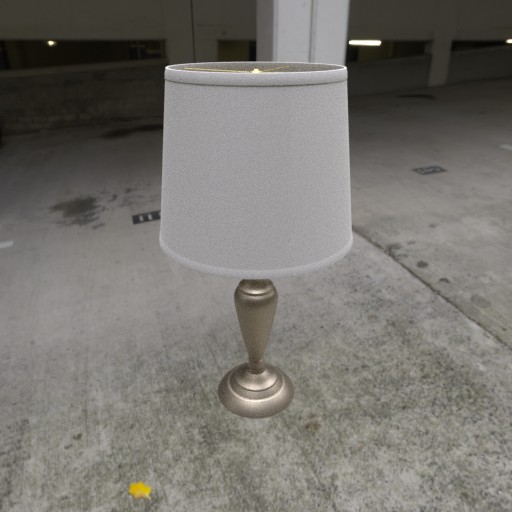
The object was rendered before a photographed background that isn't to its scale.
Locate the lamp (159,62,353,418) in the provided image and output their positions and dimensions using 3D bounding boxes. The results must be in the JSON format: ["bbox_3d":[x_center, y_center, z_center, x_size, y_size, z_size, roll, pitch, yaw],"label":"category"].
[{"bbox_3d":[0.000,0.000,0.786,0.328,0.619,0.328,0,26,0],"label":"lamp"}]
